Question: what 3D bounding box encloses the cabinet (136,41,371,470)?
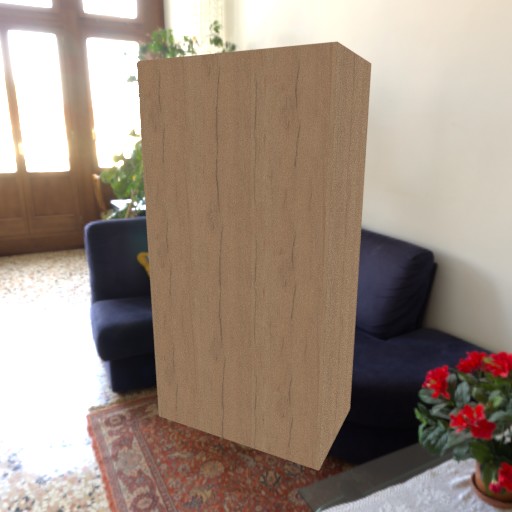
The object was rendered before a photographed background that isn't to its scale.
[{"bbox_3d":[0.000,0.000,2.382,0.980,1.930,0.580,7,17,26],"label":"cabinet"}]
